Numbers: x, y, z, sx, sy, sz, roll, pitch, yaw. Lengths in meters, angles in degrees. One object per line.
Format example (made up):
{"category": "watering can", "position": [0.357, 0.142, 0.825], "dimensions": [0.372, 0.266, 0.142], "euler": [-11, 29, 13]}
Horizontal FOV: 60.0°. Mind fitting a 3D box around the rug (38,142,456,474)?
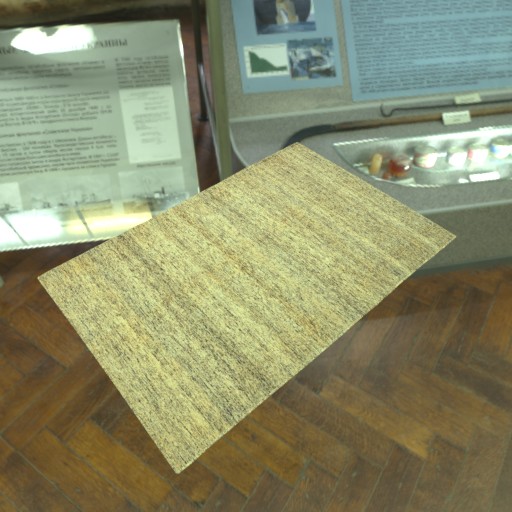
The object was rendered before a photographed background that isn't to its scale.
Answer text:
{"category": "rug", "position": [0.000, 0.000, 2.326], "dimensions": [1.846, 0.014, 1.243], "euler": [-33, 55, -27]}
